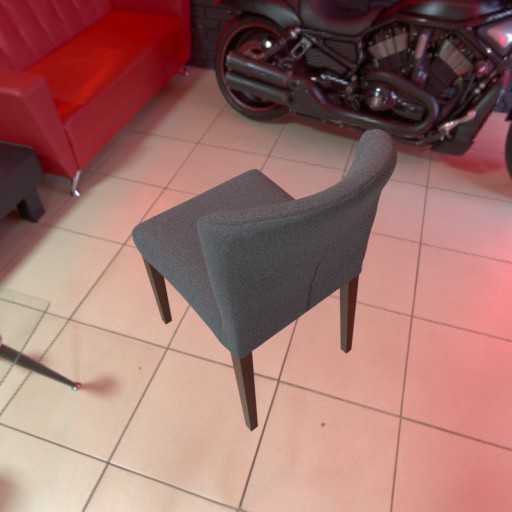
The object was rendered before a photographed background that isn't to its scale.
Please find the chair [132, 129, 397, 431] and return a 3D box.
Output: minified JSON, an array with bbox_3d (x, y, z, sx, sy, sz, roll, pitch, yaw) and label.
[{"bbox_3d":[0.000,0.000,1.243,0.491,0.839,0.592,-31,55,-25],"label":"chair"}]
